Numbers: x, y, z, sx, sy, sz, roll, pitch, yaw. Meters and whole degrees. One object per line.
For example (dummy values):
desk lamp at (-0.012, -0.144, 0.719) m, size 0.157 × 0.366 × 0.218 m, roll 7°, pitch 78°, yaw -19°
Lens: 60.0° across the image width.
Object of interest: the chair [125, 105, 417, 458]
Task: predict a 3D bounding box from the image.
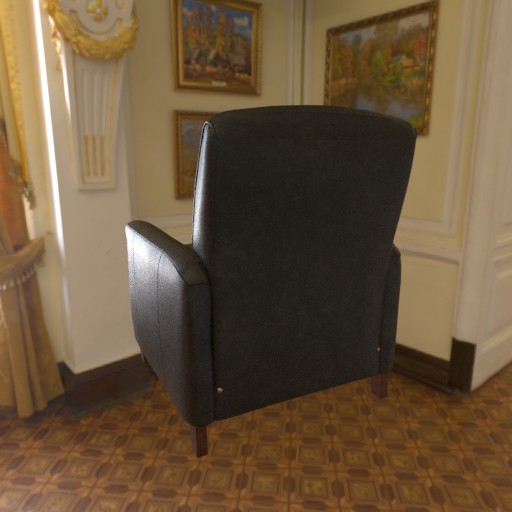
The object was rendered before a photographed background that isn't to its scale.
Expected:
chair at (0.000, 0.000, 1.667) m, size 0.848 × 1.014 × 0.864 m, roll -7°, pitch 15°, yaw -26°
